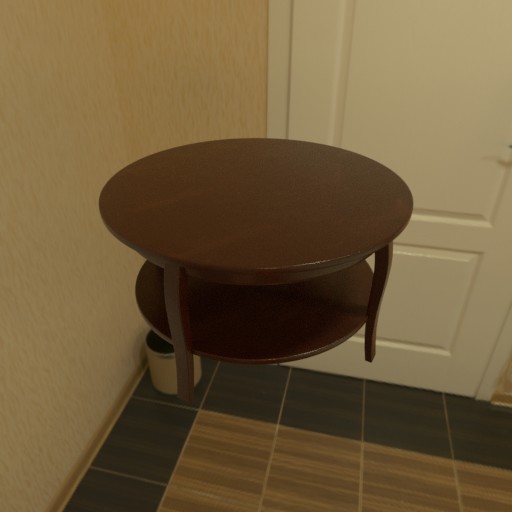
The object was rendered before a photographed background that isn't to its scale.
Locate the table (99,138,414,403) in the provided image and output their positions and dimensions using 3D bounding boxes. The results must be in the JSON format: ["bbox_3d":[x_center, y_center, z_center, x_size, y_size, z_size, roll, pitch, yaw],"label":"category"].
[{"bbox_3d":[0.000,0.000,1.472,0.911,0.512,0.911,0,32,0],"label":"table"}]
